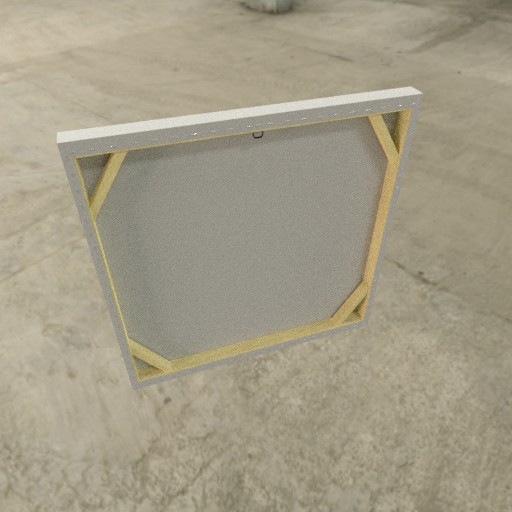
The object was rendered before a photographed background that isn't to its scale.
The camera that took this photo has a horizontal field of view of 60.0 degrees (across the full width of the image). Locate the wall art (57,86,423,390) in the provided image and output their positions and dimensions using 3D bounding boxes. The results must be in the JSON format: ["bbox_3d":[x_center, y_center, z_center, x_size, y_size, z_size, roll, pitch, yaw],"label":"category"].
[{"bbox_3d":[0.000,0.000,0.913,0.610,0.610,0.038,-12,41,-14],"label":"wall art"}]
